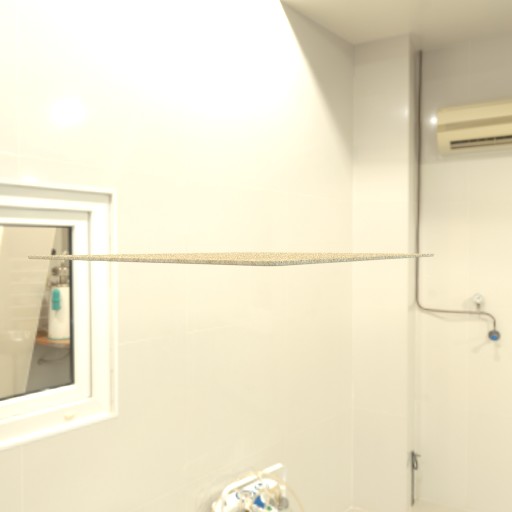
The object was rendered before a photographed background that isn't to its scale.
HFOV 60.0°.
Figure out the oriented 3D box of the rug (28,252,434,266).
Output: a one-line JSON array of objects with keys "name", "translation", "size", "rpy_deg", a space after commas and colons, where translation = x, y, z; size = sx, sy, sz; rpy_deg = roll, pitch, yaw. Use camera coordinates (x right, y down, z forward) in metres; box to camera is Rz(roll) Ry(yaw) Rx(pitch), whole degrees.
[{"name": "rug", "translation": [0.000, 0.000, 4.071], "size": [2.401, 0.025, 3.001], "rpy_deg": [1, 1, 36]}]
